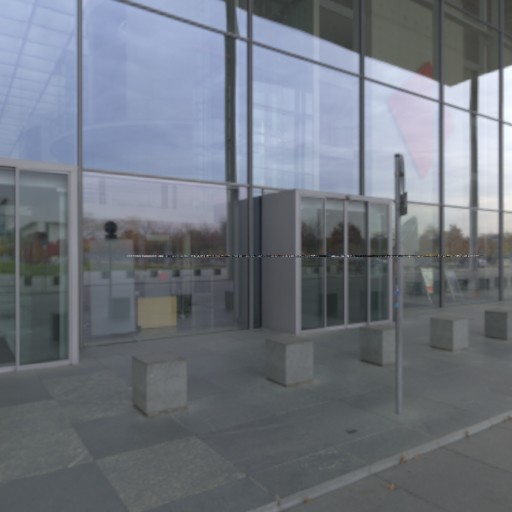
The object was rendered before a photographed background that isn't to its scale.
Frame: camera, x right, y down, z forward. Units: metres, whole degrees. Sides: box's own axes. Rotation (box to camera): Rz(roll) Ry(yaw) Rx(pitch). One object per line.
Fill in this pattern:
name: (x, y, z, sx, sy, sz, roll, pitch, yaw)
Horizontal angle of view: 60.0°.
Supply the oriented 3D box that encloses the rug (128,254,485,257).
rug: (0.000, 0.000, 2.303, 1.217, 0.012, 1.848, 0, 0, -19)
